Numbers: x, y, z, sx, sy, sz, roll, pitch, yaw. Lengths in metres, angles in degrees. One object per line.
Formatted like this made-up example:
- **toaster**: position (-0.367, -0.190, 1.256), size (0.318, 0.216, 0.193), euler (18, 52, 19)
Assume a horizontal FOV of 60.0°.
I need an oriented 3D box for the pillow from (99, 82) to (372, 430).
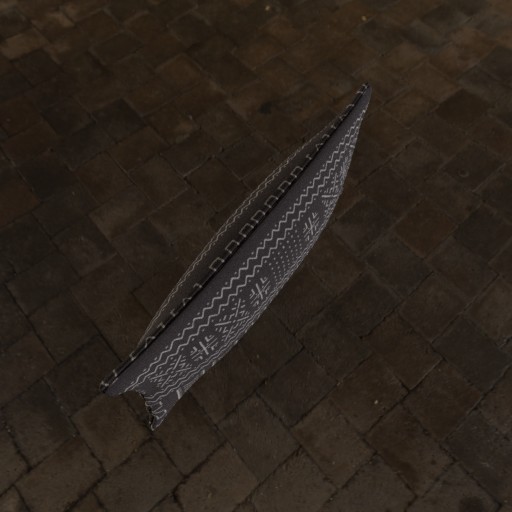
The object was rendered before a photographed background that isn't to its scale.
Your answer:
- **pillow**: position (0.000, 0.000, 0.794), size (0.135, 0.322, 0.667), euler (33, 67, 16)
